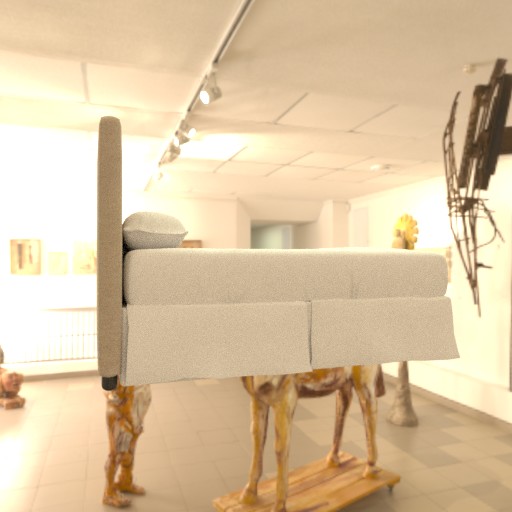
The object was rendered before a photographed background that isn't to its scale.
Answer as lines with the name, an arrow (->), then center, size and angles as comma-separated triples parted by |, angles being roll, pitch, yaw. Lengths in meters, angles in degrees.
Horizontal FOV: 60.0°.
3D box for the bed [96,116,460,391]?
bed -> 0.000, 0.000, 3.204 | 2.162, 1.330, 1.713 | 0, -1, -19
